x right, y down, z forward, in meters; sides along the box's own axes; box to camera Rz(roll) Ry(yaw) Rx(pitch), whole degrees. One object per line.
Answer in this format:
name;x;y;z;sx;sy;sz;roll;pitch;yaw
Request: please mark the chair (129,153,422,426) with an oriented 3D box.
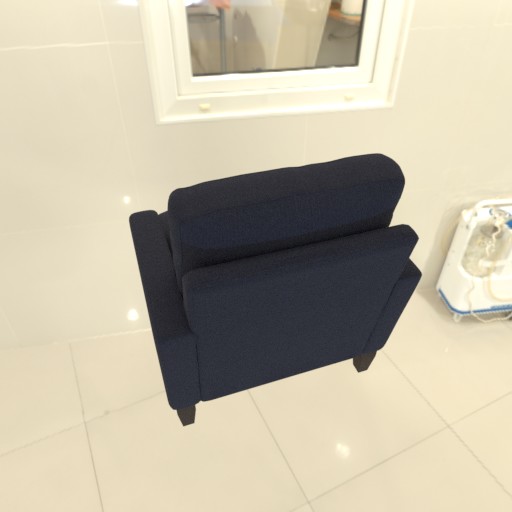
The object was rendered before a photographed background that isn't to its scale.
chair;0.000;0.000;1.674;0.855;0.991;0.897;-12;41;-15
